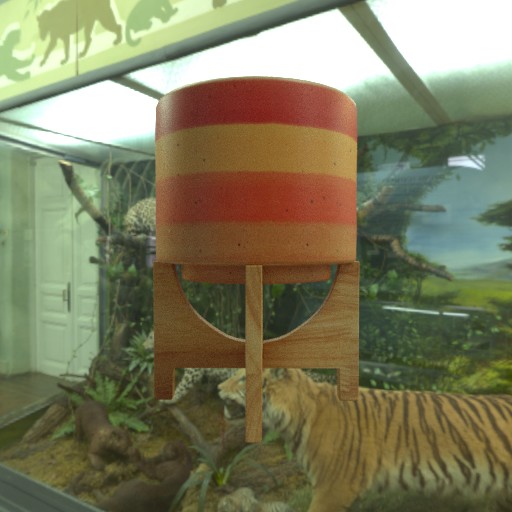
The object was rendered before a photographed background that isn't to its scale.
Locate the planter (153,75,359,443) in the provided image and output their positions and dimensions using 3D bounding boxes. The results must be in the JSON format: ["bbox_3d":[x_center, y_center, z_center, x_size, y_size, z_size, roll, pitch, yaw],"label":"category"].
[{"bbox_3d":[0.000,0.000,0.585,0.269,0.379,0.269,0,1,0],"label":"planter"}]
